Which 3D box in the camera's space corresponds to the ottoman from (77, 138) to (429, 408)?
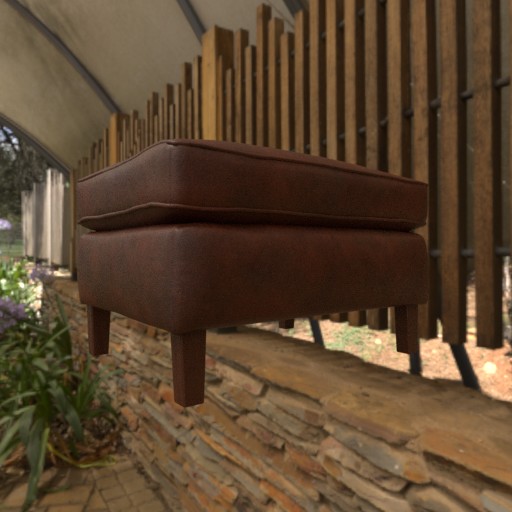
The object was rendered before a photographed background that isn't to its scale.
[{"bbox_3d":[0.000,0.000,0.987,0.665,0.432,0.501,0,0,-38],"label":"ottoman"}]
